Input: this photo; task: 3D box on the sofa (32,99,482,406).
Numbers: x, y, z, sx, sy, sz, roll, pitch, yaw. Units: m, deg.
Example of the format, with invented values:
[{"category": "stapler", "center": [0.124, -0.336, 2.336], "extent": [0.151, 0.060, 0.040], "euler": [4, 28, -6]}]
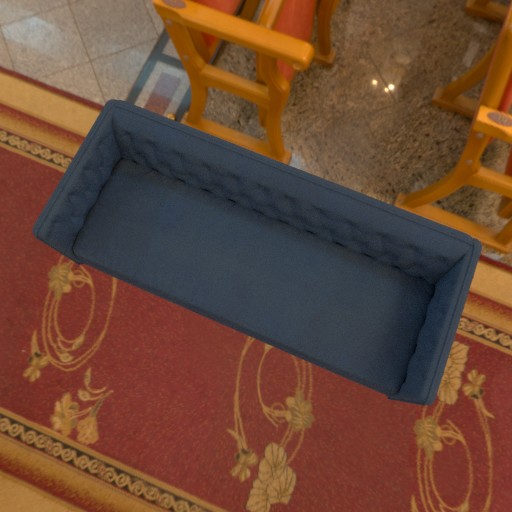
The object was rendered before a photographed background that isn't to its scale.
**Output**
[{"category": "sofa", "center": [0.000, 0.000, 2.623], "extent": [2.209, 0.771, 0.895], "euler": [23, 76, 6]}]
